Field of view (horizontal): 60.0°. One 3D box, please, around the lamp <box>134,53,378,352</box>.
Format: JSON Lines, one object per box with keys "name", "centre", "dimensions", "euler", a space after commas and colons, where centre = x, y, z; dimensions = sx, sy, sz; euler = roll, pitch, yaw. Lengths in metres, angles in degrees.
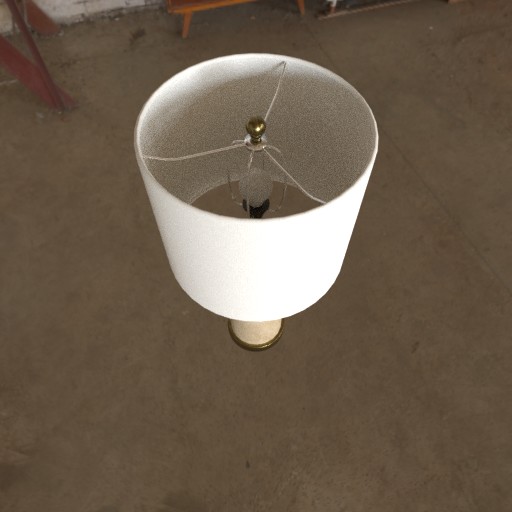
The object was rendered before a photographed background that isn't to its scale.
{"name": "lamp", "centre": [0.000, 0.000, 0.814], "dimensions": [0.305, 0.634, 0.305], "euler": [13, 59, 8]}
